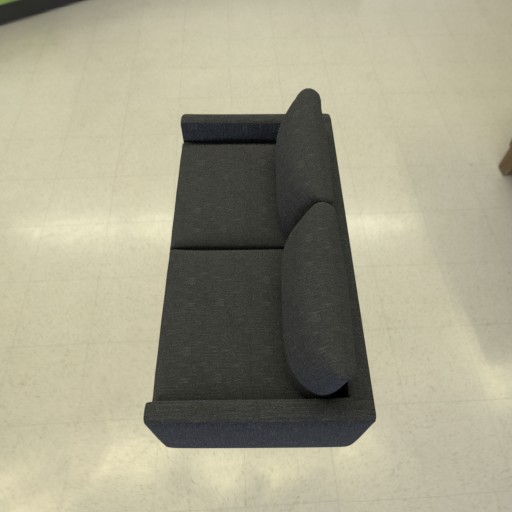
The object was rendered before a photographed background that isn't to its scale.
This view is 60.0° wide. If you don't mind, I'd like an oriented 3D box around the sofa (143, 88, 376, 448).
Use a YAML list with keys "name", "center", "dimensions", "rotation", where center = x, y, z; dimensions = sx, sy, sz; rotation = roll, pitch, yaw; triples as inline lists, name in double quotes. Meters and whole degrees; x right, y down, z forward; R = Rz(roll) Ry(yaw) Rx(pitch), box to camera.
- name: "sofa"
  center: [0.000, 0.000, 2.213]
  dimensions: [0.866, 0.862, 1.716]
  rotation: [0, 57, 0]
